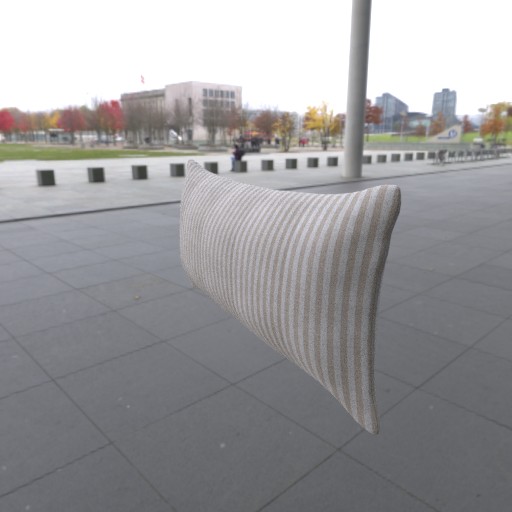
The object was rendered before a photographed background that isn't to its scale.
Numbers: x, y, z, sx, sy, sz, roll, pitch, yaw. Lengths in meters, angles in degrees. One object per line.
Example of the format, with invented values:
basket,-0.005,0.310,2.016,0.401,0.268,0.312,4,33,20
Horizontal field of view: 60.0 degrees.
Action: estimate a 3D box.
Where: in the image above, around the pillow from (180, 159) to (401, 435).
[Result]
pillow,0.000,0.000,0.747,0.151,0.295,0.617,-8,17,-27
